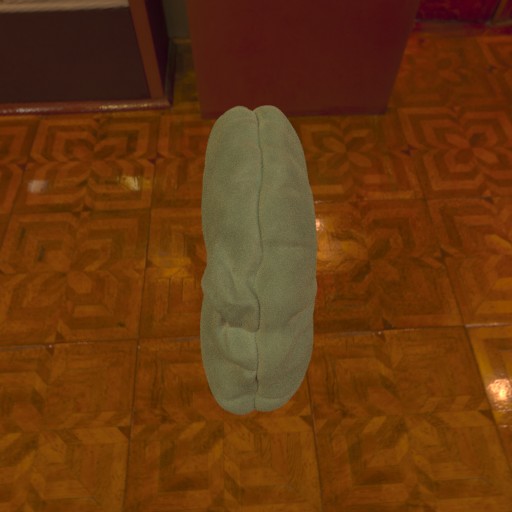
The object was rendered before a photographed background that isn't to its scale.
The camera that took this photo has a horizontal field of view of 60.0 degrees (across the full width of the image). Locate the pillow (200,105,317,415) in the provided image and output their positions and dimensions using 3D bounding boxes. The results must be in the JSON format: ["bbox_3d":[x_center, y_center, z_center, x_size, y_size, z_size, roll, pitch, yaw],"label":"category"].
[{"bbox_3d":[0.000,0.000,0.638,0.148,0.407,0.428,-1,58,0],"label":"pillow"}]
